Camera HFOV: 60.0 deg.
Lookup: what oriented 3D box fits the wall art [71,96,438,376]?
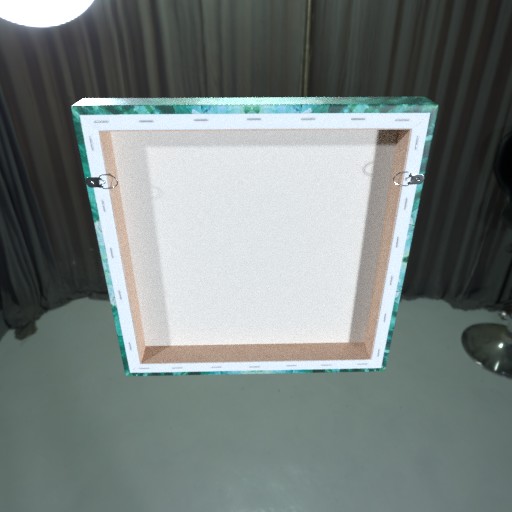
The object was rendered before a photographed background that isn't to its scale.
[{"bbox_3d":[0.000,0.000,0.466,0.313,0.313,0.033,-1,30,-1],"label":"wall art"}]
